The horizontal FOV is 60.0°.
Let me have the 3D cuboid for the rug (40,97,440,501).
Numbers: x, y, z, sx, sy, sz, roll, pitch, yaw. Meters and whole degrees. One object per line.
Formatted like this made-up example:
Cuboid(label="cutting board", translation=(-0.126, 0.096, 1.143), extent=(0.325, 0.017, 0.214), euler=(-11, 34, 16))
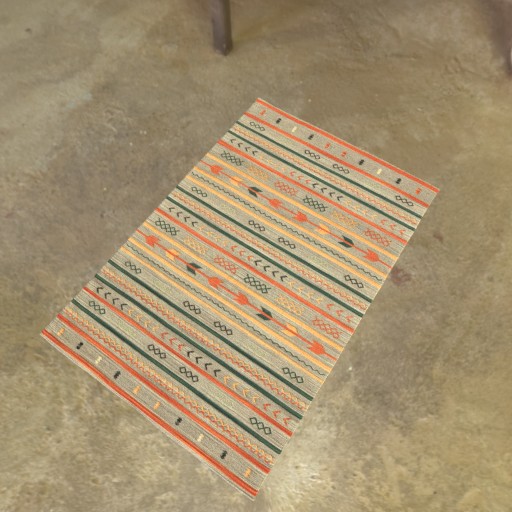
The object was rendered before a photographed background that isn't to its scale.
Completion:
Cuboid(label="rug", translation=(0.000, 0.000, 2.269), extent=(1.220, 0.017, 1.835), euler=(31, 68, 15))
